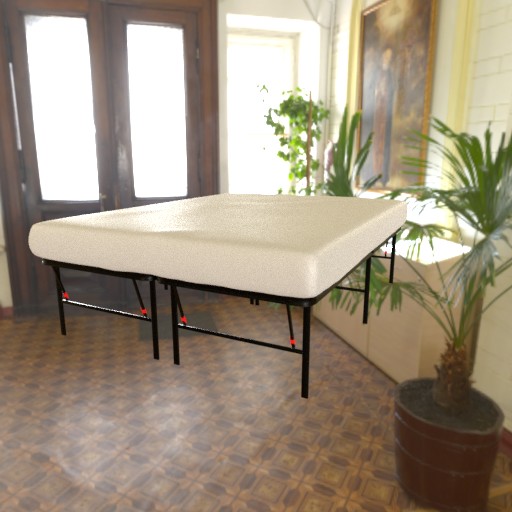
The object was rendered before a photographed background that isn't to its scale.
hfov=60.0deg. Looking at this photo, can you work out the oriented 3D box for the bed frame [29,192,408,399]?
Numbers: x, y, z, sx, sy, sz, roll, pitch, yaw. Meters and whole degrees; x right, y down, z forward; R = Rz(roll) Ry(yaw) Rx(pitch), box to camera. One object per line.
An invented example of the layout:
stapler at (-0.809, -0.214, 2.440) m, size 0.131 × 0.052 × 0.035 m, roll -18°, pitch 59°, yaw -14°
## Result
bed frame at (0.000, 0.000, 2.890) m, size 1.584 × 0.667 × 2.151 m, roll 7°, pitch 15°, yaw 26°
